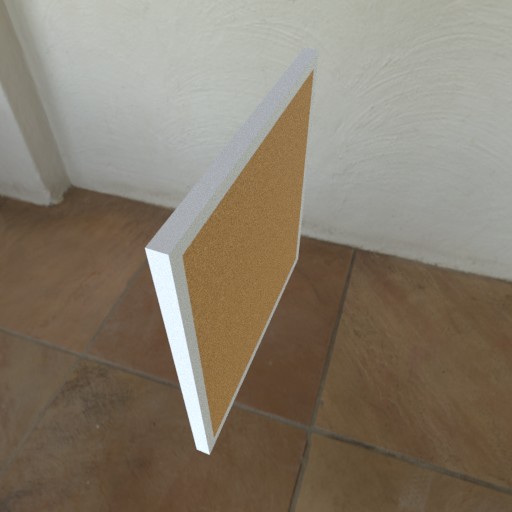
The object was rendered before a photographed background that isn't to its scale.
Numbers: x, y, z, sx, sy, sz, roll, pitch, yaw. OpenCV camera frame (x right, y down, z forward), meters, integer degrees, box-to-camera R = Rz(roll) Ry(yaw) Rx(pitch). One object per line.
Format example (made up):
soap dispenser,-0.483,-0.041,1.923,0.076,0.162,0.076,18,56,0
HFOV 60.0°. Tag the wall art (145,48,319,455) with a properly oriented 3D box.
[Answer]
wall art,0.000,0.000,1.143,0.038,0.762,0.762,16,48,15
